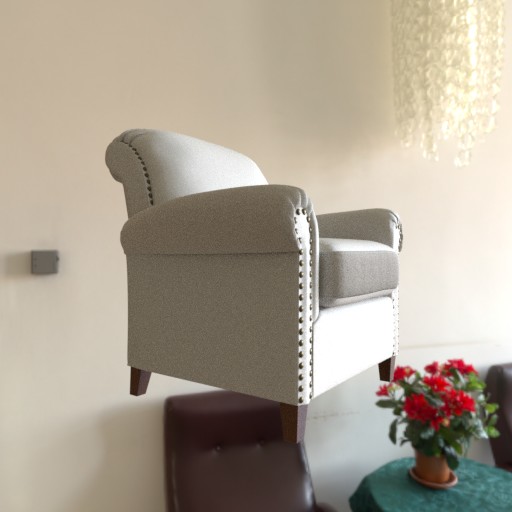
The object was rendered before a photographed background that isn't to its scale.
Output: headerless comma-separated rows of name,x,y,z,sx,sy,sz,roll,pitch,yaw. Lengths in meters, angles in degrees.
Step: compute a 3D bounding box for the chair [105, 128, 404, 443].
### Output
chair,0.000,0.000,1.597,0.890,0.927,0.854,0,0,36
